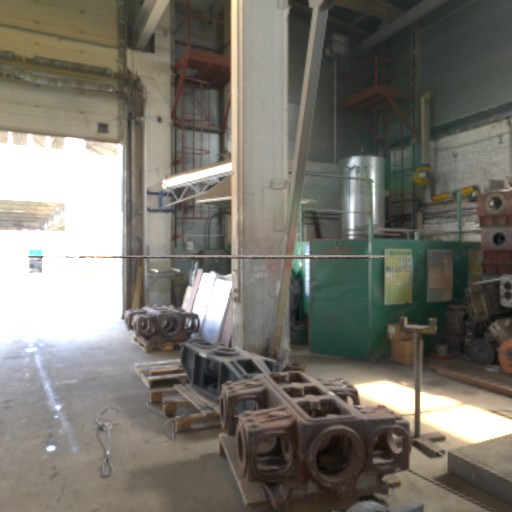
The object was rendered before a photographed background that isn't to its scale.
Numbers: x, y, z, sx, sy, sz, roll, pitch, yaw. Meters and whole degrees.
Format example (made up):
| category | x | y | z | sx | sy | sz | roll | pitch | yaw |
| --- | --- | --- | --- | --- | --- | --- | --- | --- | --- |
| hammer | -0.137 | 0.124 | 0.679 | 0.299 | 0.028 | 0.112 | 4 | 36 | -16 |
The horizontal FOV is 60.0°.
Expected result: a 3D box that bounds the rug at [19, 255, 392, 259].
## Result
| category | x | y | z | sx | sy | sz | roll | pitch | yaw |
| --- | --- | --- | --- | --- | --- | --- | --- | --- | --- |
| rug | 0.000 | 0.000 | 5.288 | 2.997 | 0.020 | 4.093 | 0 | 0 | 19 |
